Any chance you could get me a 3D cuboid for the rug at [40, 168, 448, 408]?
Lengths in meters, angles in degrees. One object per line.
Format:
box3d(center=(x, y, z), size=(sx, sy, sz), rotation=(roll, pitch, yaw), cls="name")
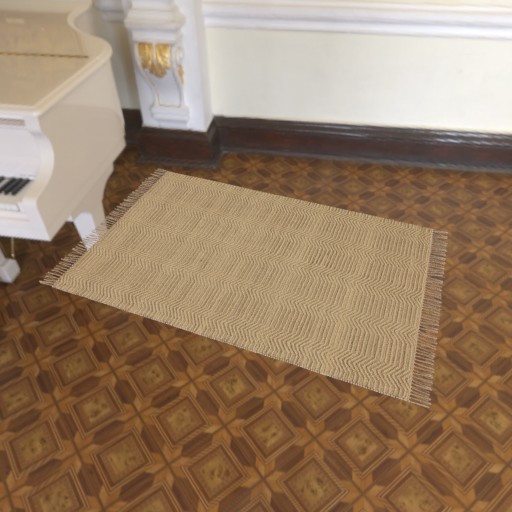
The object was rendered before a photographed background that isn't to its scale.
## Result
box3d(center=(0.000, 0.000, 2.504), size=(2.021, 0.027, 1.224), rotation=(15, 44, 15), cls="rug")
